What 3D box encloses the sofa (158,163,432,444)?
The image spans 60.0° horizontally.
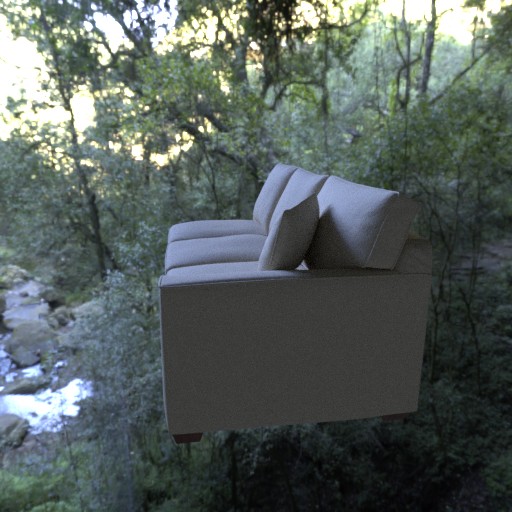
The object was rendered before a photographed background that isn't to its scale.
[{"bbox_3d":[0.000,0.000,2.530,1.034,0.946,1.963,-2,15,-9],"label":"sofa"}]
